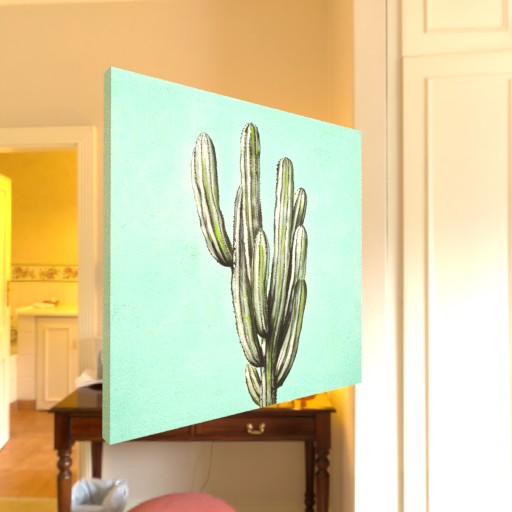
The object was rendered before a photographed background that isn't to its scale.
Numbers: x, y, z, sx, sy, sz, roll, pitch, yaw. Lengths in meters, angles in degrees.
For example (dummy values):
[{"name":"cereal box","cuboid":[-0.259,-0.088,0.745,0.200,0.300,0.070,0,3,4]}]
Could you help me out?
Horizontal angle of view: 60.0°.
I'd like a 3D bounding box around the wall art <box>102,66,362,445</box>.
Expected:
[{"name":"wall art","cuboid":[0.000,0.000,0.898,0.603,0.603,0.036,0,-1,-36]}]
